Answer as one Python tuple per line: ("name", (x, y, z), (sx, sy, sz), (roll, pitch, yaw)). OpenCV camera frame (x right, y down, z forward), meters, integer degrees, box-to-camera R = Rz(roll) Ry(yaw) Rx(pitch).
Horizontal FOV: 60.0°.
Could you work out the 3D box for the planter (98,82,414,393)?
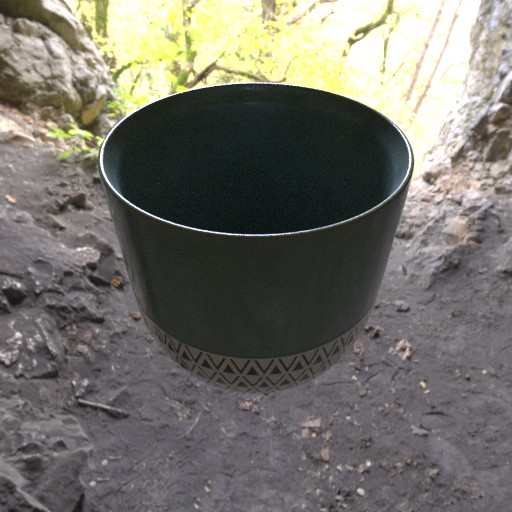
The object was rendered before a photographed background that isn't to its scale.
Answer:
("planter", (0.000, 0.000, 0.473), (0.266, 0.270, 0.266), (0, 42, 0))
